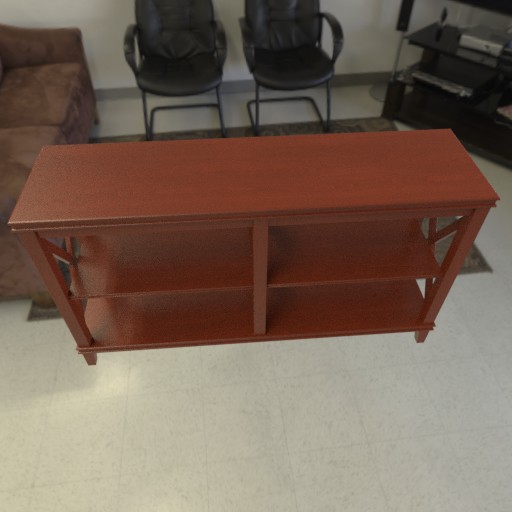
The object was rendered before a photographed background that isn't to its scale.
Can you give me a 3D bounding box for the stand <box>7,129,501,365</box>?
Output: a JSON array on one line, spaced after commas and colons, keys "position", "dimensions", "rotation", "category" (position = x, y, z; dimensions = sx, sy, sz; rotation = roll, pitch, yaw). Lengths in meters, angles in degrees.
[{"position": [0.000, 0.000, 1.632], "dimensions": [1.372, 0.762, 0.381], "rotation": [-3, 46, -3], "category": "stand"}]
